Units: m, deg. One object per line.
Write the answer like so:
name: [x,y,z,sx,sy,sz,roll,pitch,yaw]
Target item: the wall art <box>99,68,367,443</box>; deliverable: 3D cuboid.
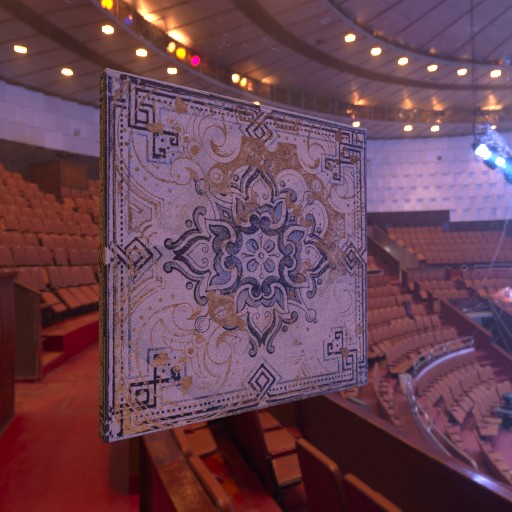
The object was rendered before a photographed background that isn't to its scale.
wall art: [0.000,0.000,0.897,0.609,0.607,0.036,0,-1,-34]
